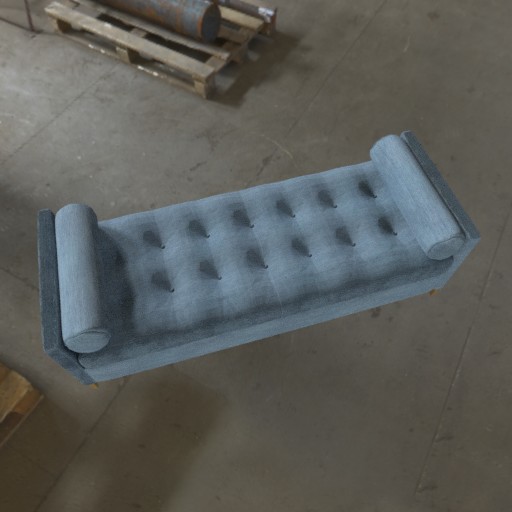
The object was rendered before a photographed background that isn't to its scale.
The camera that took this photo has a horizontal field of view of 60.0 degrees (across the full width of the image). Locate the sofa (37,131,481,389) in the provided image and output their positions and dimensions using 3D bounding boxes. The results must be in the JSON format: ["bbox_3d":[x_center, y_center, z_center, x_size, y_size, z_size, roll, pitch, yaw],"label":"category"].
[{"bbox_3d":[0.000,0.000,2.441,2.102,0.705,0.796,-14,60,-8],"label":"sofa"}]
